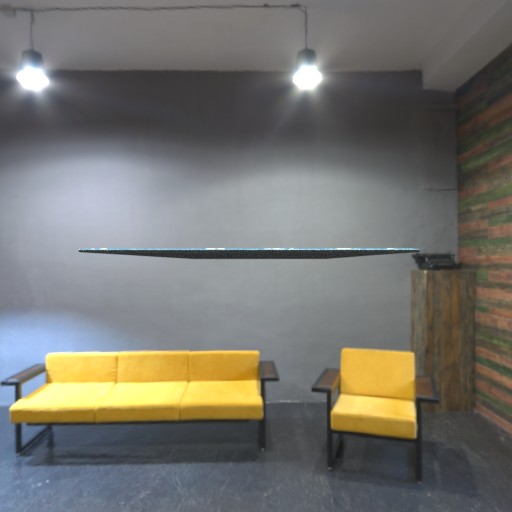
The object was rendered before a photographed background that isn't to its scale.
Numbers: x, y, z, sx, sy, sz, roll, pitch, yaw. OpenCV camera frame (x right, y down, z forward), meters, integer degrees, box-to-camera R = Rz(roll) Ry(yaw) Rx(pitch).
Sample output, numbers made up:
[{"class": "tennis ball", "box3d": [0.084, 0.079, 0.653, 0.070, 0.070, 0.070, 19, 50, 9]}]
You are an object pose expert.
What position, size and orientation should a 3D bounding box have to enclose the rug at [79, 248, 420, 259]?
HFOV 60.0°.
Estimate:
[{"class": "rug", "box3d": [0.000, 0.000, 1.390, 0.604, 0.007, 1.219, 0, -1, 1]}]
